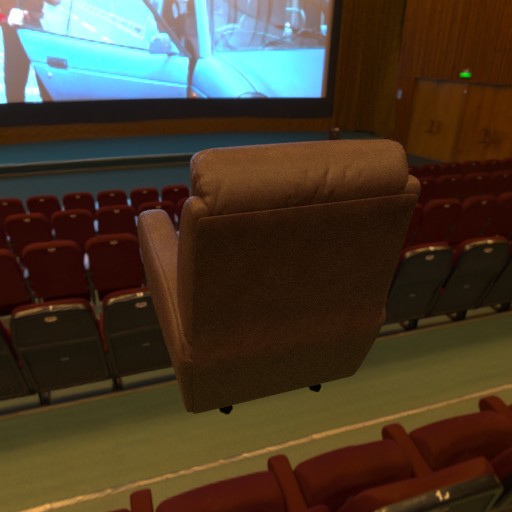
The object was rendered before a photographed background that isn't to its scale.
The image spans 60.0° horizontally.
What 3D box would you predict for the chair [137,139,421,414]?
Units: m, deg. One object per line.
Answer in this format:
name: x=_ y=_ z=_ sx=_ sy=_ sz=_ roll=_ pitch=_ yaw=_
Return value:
chair: x=0.000 y=0.000 z=1.792 sx=0.865 sy=1.067 sz=1.067 roll=-8 pitch=27 yaw=-16
